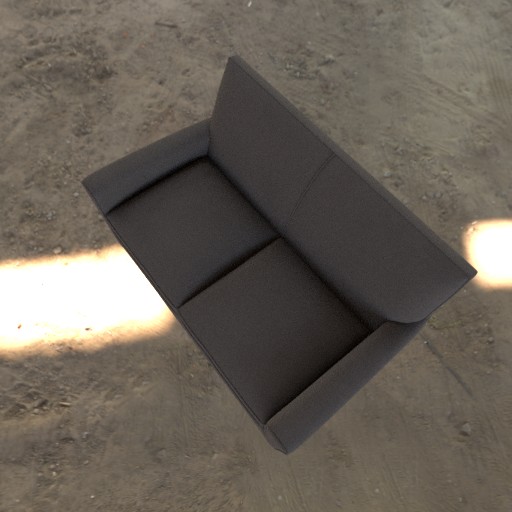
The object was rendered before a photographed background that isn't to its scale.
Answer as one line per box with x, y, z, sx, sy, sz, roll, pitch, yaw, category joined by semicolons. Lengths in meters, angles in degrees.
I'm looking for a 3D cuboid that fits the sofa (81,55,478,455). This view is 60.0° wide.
0.000;0.000;1.983;0.871;0.846;1.420;-36;69;-16;sofa
